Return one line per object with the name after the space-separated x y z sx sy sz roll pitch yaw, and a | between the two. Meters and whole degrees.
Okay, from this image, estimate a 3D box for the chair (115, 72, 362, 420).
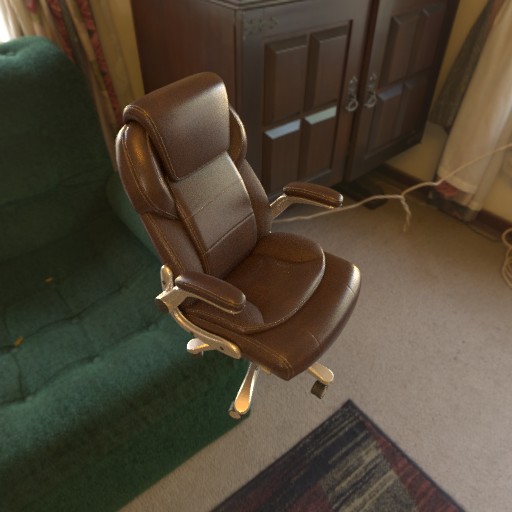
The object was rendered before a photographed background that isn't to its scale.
0.000 0.000 1.679 0.774 1.160 0.733 24 46 25 | chair
